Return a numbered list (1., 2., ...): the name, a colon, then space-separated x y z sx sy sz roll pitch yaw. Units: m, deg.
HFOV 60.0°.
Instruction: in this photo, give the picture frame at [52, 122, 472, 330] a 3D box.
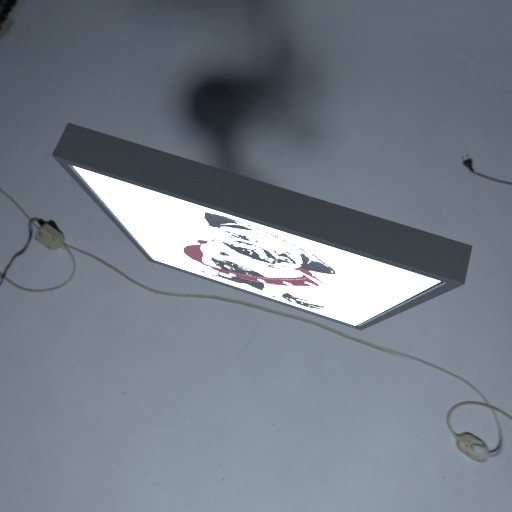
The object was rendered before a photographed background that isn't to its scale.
1. picture frame: 0.000 0.000 0.480 0.317 0.317 0.030 18 75 5
